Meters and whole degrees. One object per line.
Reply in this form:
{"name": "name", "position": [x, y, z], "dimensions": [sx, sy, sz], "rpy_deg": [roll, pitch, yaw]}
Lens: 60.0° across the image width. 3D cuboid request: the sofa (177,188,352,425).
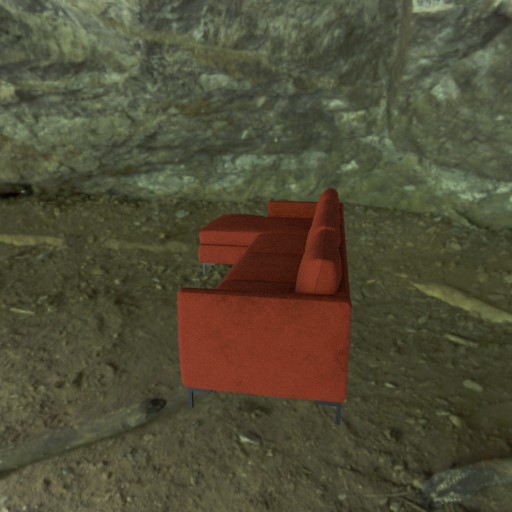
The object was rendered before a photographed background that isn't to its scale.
{"name": "sofa", "position": [0.000, 0.000, 2.880], "dimensions": [1.136, 0.663, 2.467], "rpy_deg": [3, 16, 10]}
